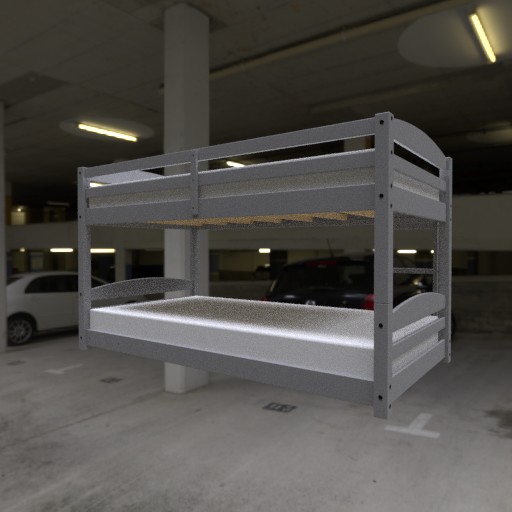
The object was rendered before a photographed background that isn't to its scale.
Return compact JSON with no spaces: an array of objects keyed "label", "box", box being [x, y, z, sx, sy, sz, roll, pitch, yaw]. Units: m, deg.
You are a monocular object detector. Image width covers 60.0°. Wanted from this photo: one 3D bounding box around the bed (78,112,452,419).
[{"label":"bed","box":[0.000,0.000,2.701,2.013,1.206,1.105,1,1,35]}]
